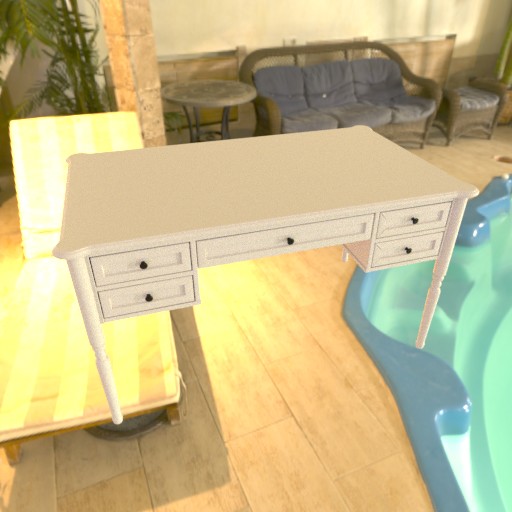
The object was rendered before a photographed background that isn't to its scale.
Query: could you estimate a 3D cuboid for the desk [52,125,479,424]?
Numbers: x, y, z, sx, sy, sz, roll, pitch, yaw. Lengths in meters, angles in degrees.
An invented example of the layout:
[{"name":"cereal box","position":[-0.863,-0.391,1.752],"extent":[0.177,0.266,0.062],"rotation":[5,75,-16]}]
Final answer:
[{"name":"desk","position":[0.000,0.000,1.856],"extent":[1.380,0.762,0.807],"rotation":[-10,34,-15]}]
